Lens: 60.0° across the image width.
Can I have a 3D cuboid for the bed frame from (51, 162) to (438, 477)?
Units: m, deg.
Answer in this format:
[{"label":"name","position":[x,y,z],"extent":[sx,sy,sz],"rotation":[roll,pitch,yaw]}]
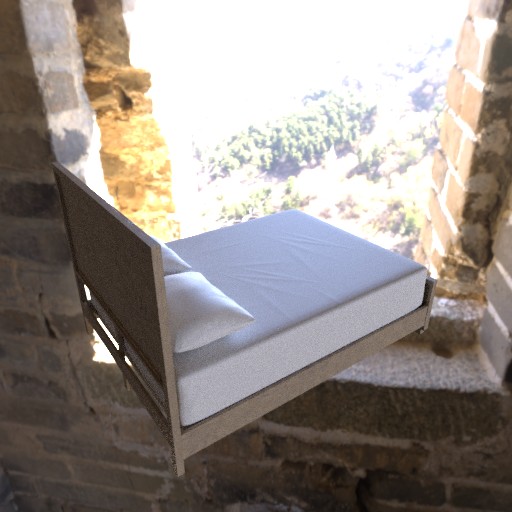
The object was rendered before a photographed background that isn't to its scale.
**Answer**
[{"label":"bed frame","position":[0.000,0.000,3.233],"extent":[2.189,1.369,1.606],"rotation":[-18,32,-31]}]
